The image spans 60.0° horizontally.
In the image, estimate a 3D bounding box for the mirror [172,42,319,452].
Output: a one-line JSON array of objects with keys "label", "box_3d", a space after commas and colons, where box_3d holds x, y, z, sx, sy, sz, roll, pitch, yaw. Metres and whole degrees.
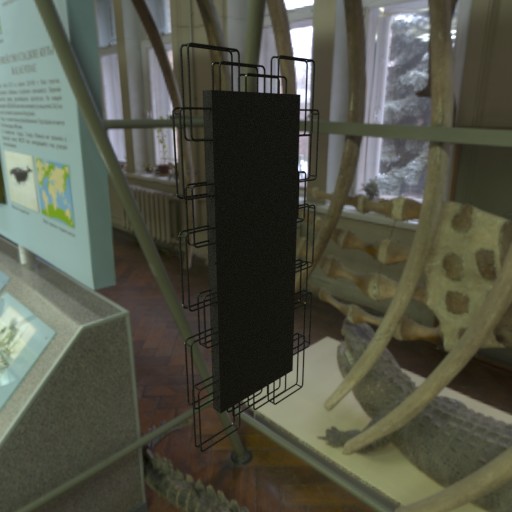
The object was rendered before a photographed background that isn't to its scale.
[{"label": "mirror", "box_3d": [0.000, 0.000, 1.418, 0.037, 1.192, 0.565, 17, 24, 42]}]
